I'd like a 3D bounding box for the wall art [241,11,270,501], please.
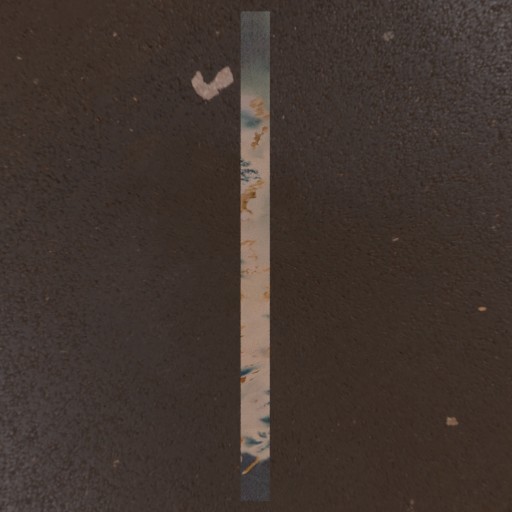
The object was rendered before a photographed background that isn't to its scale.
[{"bbox_3d":[0.000,0.000,0.753,0.036,0.405,0.607,0,90,0],"label":"wall art"}]
